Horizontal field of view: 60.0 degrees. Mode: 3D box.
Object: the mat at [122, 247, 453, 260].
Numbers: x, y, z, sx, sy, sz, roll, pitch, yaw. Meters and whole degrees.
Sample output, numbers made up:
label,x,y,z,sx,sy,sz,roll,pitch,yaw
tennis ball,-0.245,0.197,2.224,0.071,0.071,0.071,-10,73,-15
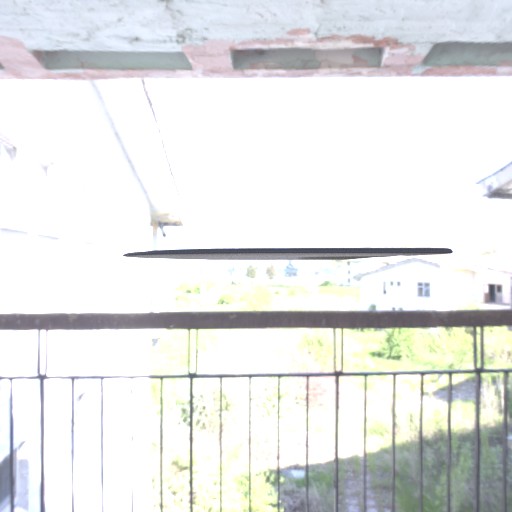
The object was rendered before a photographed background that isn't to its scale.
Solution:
label,x,y,z,sx,sy,sz,roll,pitch,yaw
mat,0.000,0.000,1.624,0.917,0.016,1.220,0,-1,-1
